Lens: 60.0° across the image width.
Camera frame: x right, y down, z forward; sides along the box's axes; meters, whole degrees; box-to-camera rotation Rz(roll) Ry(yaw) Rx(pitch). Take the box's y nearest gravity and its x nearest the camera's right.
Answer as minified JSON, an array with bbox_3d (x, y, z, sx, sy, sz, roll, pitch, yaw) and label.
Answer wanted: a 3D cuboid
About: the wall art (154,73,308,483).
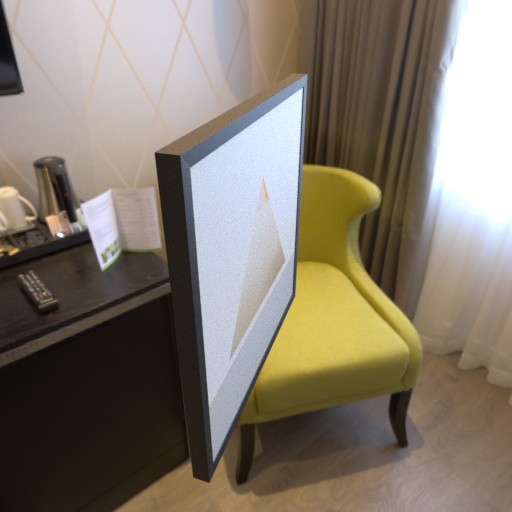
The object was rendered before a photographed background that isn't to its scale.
[{"bbox_3d":[0.000,0.000,1.134,0.042,0.766,0.769,10,32,16],"label":"wall art"}]
